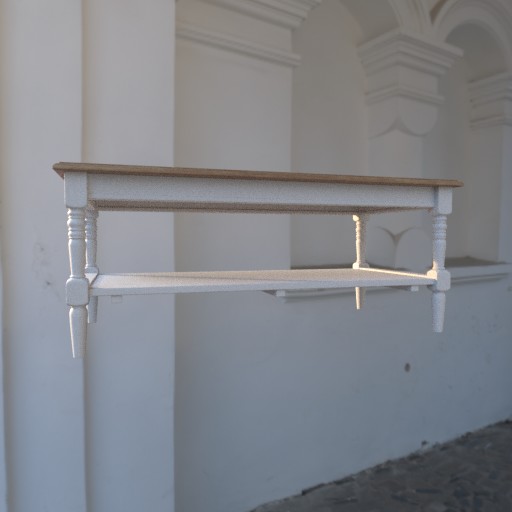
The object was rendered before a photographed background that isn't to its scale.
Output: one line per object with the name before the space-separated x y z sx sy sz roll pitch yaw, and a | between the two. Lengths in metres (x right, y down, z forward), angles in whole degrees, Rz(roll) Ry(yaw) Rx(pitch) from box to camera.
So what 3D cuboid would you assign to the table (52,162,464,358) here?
table | 0.000 0.000 1.425 1.118 0.458 0.559 -1 2 -17
